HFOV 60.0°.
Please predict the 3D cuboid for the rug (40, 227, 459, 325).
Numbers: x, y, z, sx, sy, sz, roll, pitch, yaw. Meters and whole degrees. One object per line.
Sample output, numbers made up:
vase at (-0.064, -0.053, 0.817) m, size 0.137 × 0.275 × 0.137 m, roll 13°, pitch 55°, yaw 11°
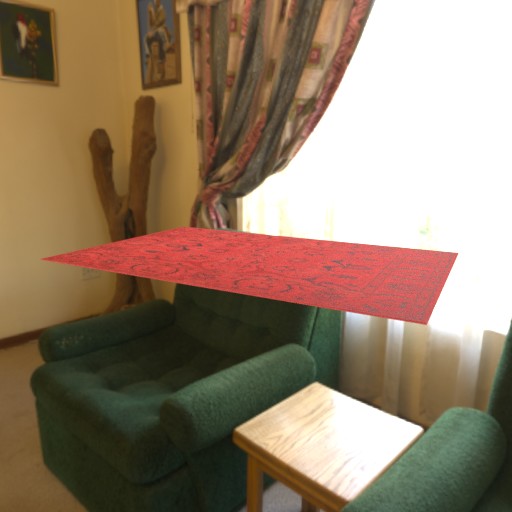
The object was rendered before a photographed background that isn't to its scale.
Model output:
rug at (0.000, 0.000, 3.031) m, size 2.423 × 0.010 × 1.534 m, roll 7°, pitch 15°, yaw 28°
